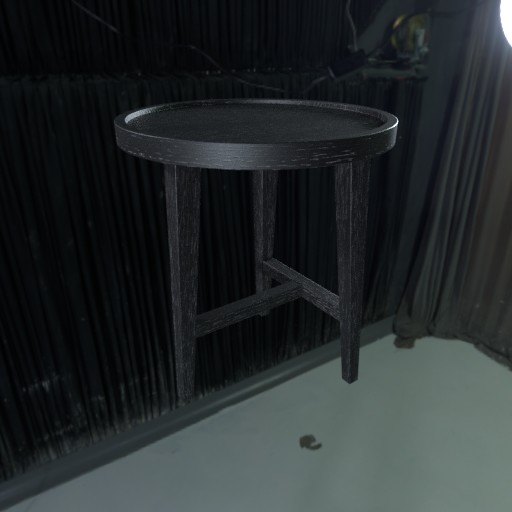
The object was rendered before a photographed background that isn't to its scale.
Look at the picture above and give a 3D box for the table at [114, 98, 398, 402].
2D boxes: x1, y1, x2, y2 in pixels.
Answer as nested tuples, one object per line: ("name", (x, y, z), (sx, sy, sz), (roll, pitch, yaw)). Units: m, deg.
("table", (0.000, 0.000, 0.749), (0.399, 0.460, 0.399), (0, 26, 0))
